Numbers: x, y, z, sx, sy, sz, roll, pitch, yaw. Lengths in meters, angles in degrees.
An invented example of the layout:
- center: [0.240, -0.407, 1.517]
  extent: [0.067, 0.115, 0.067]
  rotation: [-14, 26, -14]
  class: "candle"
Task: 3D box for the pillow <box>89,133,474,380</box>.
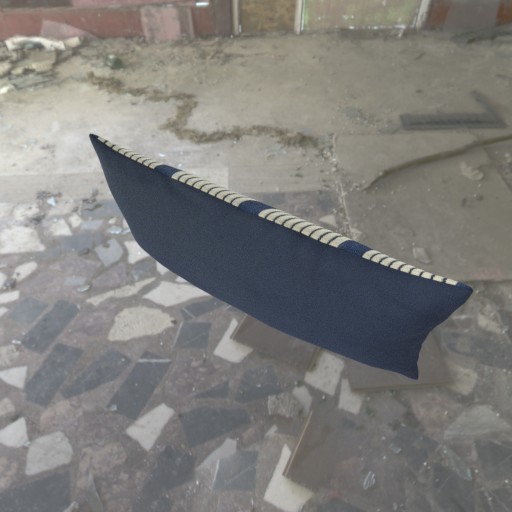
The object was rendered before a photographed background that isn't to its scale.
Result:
- center: [0.000, 0.000, 0.724]
  extent: [0.608, 0.292, 0.156]
  rotation: [25, 52, 22]
  class: "pillow"
